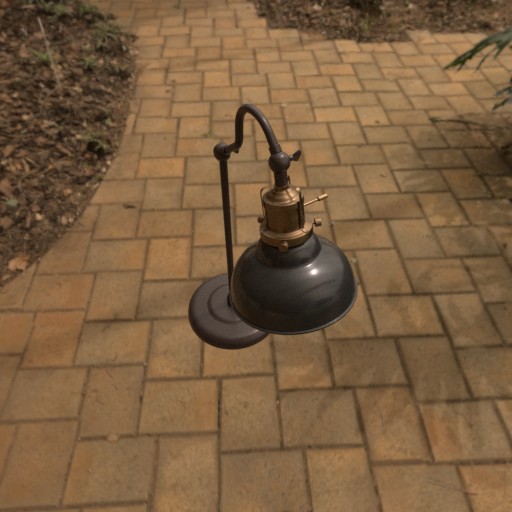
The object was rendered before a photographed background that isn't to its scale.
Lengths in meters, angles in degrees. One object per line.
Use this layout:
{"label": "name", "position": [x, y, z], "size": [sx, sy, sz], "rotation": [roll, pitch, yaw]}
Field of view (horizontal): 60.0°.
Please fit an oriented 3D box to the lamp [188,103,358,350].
{"label": "lamp", "position": [0.000, 0.000, 0.706], "size": [0.192, 0.508, 0.374], "rotation": [-25, 52, -21]}
